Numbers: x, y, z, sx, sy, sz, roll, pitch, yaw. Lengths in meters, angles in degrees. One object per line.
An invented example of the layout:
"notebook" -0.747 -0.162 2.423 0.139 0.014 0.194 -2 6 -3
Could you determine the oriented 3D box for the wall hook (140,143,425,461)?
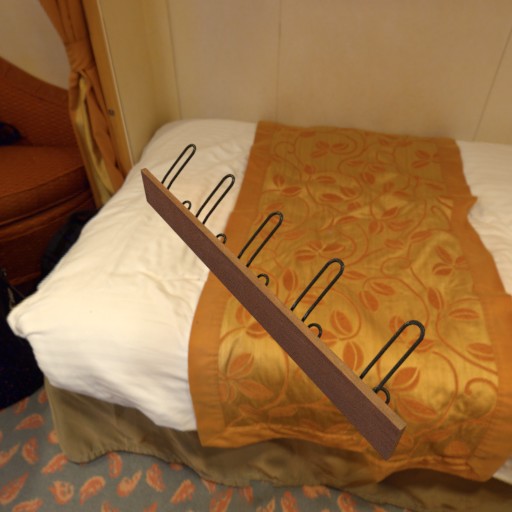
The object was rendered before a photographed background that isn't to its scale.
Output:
"wall hook" 0.000 0.000 0.592 0.076 0.116 0.554 -26 48 -26
